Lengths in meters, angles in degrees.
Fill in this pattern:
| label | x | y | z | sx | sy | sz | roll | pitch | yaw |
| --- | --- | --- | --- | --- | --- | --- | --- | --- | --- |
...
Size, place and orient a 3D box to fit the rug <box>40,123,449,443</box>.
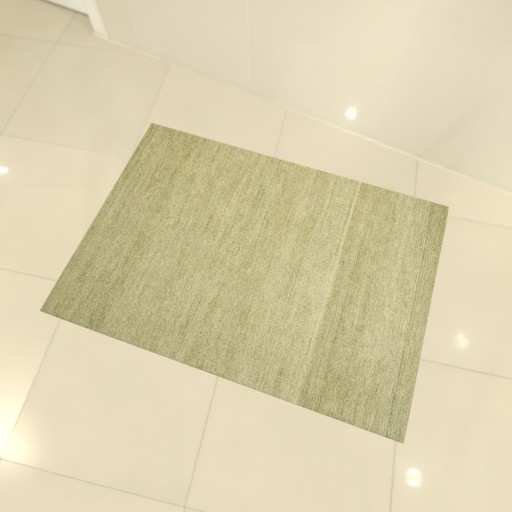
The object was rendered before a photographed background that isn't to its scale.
| label | x | y | z | sx | sy | sz | roll | pitch | yaw |
| --- | --- | --- | --- | --- | --- | --- | --- | --- | --- |
| rug | 0.000 | 0.000 | 2.903 | 2.270 | 0.017 | 1.606 | 18 | 65 | 8 |
